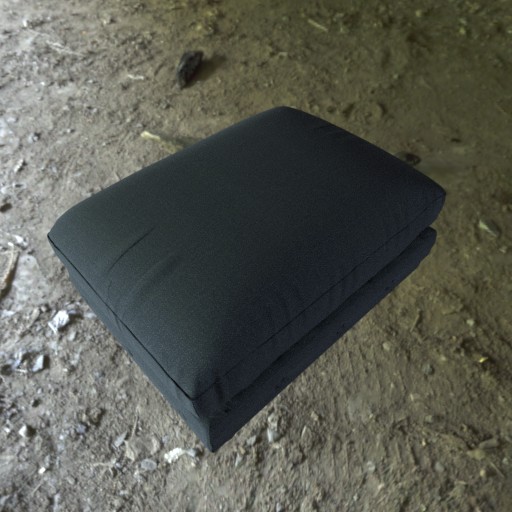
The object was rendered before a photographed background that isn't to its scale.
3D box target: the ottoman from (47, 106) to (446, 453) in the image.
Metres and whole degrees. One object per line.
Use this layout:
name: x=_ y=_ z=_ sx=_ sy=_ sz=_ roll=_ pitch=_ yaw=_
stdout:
ottoman: x=0.000 y=0.000 z=1.108 sx=0.767 sy=0.486 sz=0.558 roll=-35 pitch=56 yaw=-27
